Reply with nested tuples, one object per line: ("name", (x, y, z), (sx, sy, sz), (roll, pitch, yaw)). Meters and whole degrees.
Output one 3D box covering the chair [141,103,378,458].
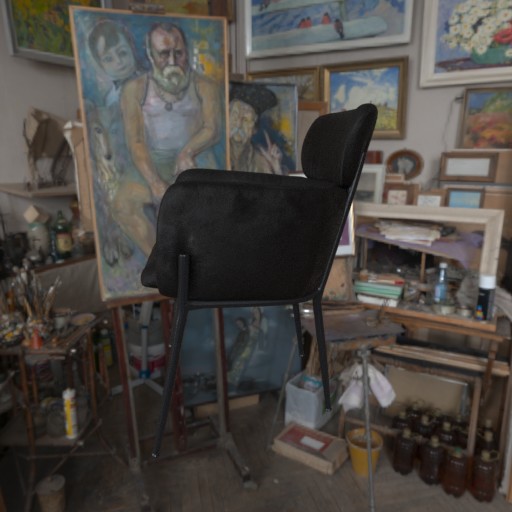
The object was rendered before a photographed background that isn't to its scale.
("chair", (0.000, 0.000, 1.282), (0.604, 0.818, 0.640), (-2, 14, -7))
